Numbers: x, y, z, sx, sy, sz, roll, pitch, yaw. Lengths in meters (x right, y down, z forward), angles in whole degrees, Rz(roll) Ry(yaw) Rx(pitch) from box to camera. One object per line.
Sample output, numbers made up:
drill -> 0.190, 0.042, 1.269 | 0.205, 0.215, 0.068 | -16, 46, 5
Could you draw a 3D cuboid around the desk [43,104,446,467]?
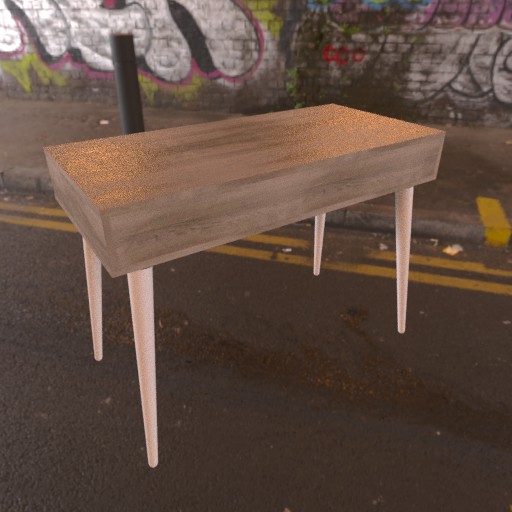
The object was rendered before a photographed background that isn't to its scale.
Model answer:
desk -> 0.000, 0.000, 1.366 | 0.979, 0.723, 0.491 | -19, 35, -29
